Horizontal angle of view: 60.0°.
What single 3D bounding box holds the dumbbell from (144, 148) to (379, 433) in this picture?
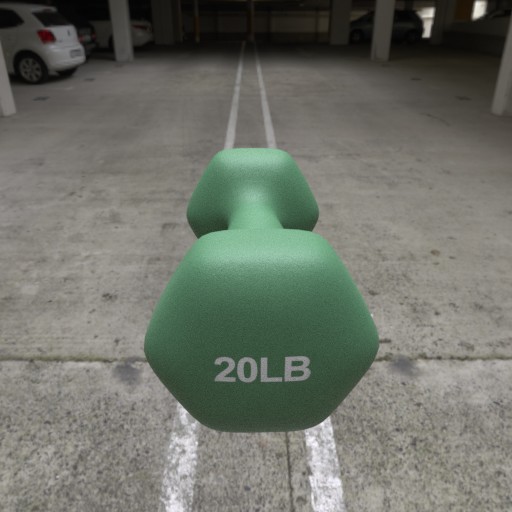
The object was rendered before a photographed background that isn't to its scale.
[{"bbox_3d":[0.000,0.000,0.329,0.126,0.114,0.257,0,26,-1],"label":"dumbbell"}]
